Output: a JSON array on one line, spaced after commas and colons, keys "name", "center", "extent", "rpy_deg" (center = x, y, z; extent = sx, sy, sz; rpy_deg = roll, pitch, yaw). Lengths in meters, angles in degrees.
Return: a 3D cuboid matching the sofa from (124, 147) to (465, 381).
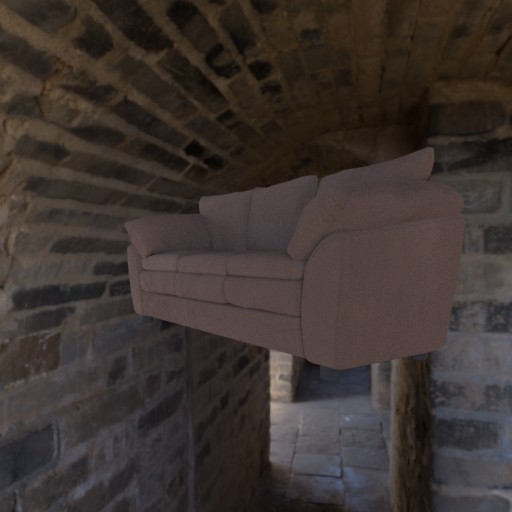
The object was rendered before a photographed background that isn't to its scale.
[{"name": "sofa", "center": [0.000, 0.000, 2.783], "extent": [0.878, 1.015, 2.336], "rpy_deg": [0, 0, -36]}]
